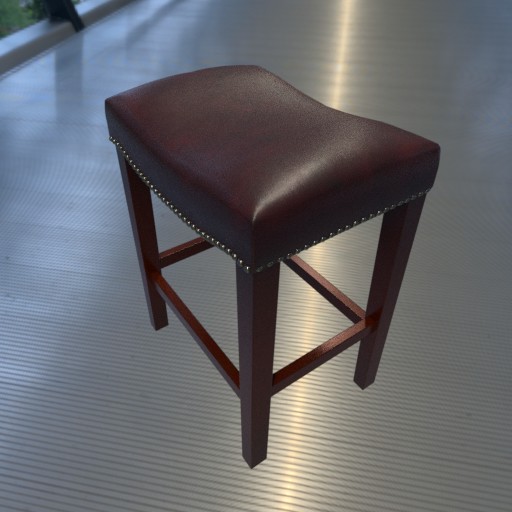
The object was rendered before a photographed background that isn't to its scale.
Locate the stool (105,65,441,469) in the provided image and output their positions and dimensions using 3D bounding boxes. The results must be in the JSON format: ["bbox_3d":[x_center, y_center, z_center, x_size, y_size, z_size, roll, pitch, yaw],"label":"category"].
[{"bbox_3d":[0.000,0.000,0.948,0.372,0.657,0.504,-24,45,-26],"label":"stool"}]
